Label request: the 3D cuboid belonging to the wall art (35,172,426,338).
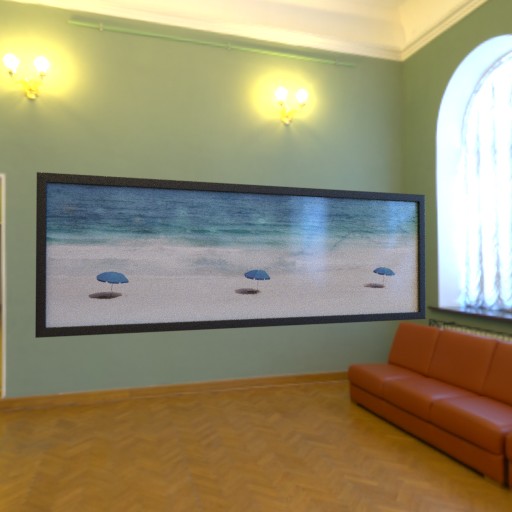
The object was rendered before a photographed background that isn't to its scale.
[{"bbox_3d":[0.000,0.000,0.964,0.860,0.303,0.037,0,-1,-18],"label":"wall art"}]
